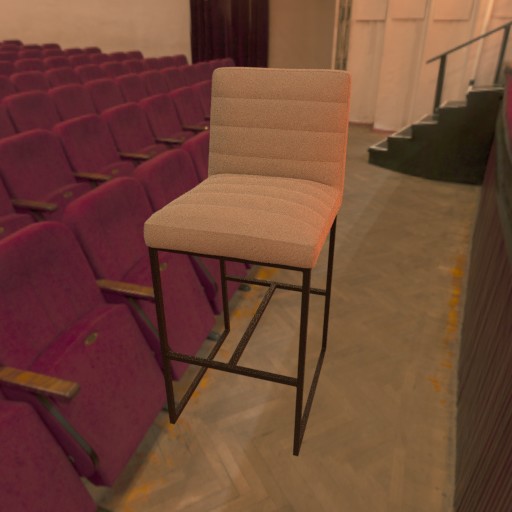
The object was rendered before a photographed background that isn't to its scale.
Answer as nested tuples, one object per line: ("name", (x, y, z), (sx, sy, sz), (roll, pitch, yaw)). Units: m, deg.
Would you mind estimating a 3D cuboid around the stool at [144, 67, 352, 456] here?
("stool", (0.000, 0.000, 1.402), (0.464, 1.061, 0.573), (8, 28, 15))
